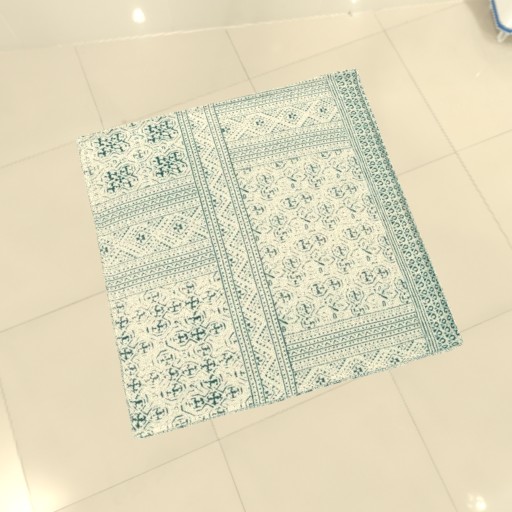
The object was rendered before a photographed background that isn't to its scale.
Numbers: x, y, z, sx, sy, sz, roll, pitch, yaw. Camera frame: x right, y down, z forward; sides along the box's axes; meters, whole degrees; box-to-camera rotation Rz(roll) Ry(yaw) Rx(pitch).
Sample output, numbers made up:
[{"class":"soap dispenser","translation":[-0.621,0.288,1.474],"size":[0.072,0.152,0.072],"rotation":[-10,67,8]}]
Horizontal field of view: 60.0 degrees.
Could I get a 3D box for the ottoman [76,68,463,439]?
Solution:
[{"class":"ottoman","translation":[0.000,0.000,1.032],"size":[0.617,0.439,0.626],"rotation":[-15,75,-4]}]
